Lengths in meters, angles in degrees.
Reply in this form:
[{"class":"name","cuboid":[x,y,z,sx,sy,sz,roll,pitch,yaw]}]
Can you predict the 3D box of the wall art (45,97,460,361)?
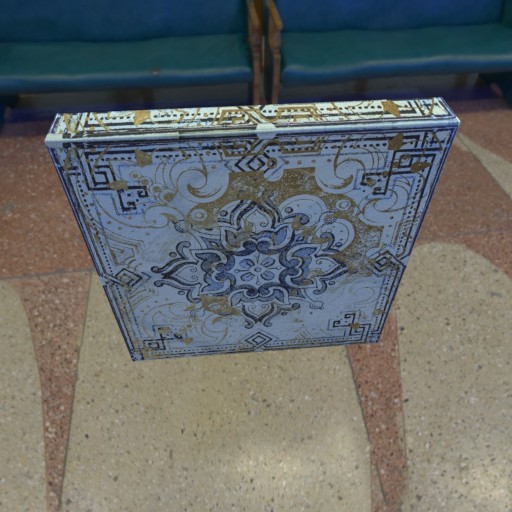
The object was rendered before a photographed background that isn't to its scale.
[{"class":"wall art","cuboid":[0.000,0.000,0.445,0.302,0.306,0.038,-4,47,-3]}]
